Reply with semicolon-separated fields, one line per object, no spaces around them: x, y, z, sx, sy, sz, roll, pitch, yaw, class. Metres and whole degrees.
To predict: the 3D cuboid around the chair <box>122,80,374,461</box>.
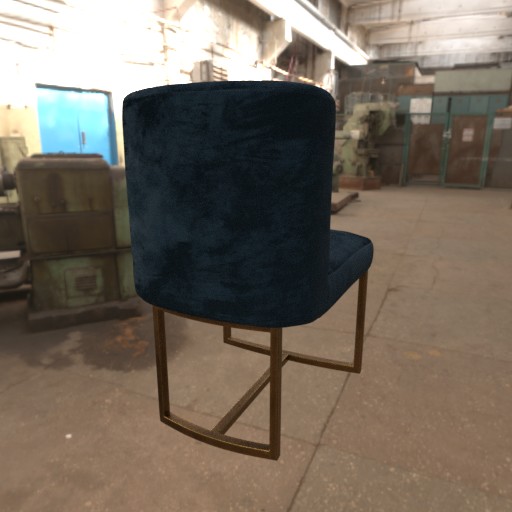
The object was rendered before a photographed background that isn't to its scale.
0.000;0.000;1.187;0.530;0.824;0.560;7;17;25;chair
